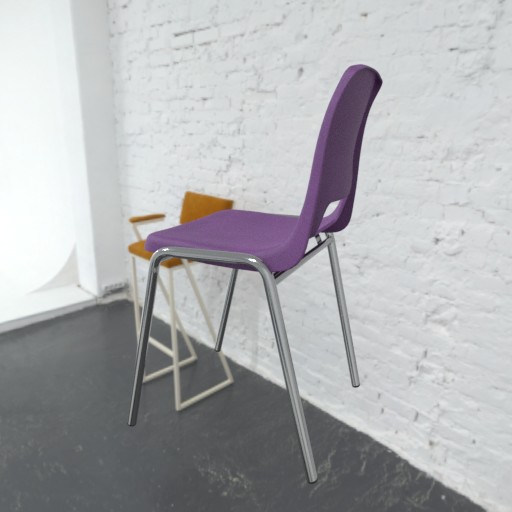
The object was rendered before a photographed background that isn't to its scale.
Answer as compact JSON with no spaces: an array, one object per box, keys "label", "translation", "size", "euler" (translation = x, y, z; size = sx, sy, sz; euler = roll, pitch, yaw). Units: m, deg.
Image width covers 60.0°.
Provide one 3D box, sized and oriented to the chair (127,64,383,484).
[{"label":"chair","translation":[0.000,0.000,0.917],"size":[0.432,0.704,0.381],"euler":[7,18,24]}]
